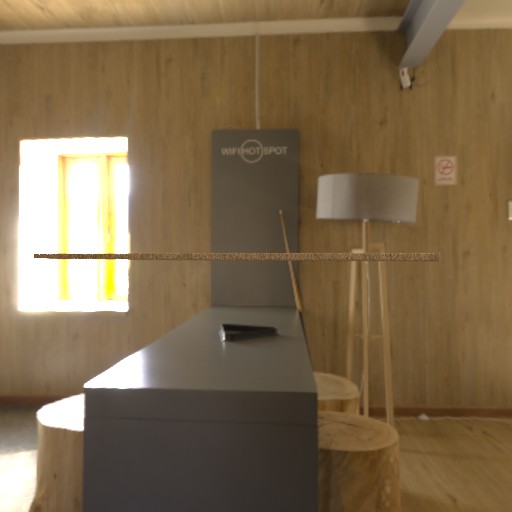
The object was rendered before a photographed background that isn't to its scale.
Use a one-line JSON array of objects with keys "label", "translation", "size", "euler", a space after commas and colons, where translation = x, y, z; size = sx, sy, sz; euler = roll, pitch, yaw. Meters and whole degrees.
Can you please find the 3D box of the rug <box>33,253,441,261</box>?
[{"label": "rug", "translation": [0.000, 0.000, 2.167], "size": [1.600, 0.025, 1.199], "euler": [0, 0, 19]}]
